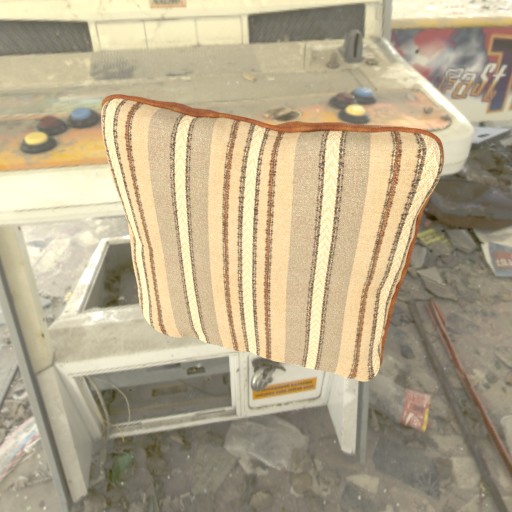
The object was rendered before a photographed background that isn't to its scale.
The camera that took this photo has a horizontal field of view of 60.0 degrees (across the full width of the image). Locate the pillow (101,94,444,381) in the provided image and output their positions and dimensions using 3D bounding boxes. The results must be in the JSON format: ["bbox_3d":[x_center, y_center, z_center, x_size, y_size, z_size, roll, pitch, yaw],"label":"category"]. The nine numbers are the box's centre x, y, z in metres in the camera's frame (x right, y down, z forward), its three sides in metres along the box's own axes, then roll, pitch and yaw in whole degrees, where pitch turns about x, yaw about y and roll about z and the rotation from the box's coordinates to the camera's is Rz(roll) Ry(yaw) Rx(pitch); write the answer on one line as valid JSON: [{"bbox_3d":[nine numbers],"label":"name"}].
[{"bbox_3d":[0.000,0.000,0.736,0.489,0.490,0.130,11,41,13],"label":"pillow"}]
